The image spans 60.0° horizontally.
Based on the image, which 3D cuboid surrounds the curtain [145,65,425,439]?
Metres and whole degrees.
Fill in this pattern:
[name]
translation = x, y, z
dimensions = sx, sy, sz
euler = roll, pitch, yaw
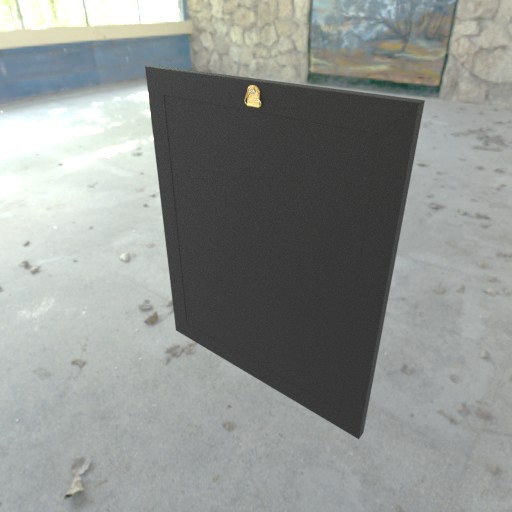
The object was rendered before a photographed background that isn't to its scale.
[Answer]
[curtain]
translation = 0.000, 0.000, 0.785
dimensions = 0.483, 0.585, 0.027
euler = 22, 37, 33
